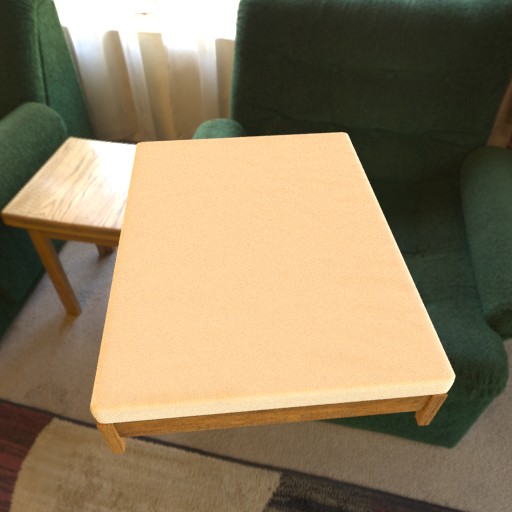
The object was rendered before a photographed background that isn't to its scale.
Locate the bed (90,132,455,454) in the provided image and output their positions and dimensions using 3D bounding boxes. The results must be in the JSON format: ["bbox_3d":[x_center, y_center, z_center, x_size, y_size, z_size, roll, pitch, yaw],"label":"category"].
[{"bbox_3d":[0.000,0.000,2.652,1.536,0.431,2.016,-4,46,-4],"label":"bed"}]
